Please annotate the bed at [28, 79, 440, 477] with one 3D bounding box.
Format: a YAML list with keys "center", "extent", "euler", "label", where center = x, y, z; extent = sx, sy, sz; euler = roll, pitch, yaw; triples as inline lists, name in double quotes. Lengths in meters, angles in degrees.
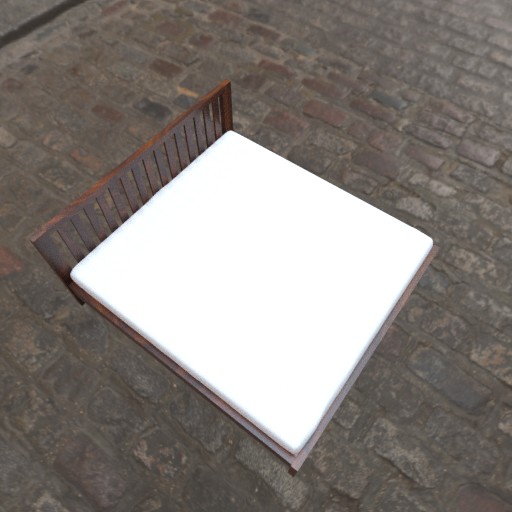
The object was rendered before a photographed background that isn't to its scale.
- center: [0.000, 0.000, 3.148]
  extent: [2.030, 0.890, 1.905]
  euler: [33, 63, 19]
  label: "bed"
